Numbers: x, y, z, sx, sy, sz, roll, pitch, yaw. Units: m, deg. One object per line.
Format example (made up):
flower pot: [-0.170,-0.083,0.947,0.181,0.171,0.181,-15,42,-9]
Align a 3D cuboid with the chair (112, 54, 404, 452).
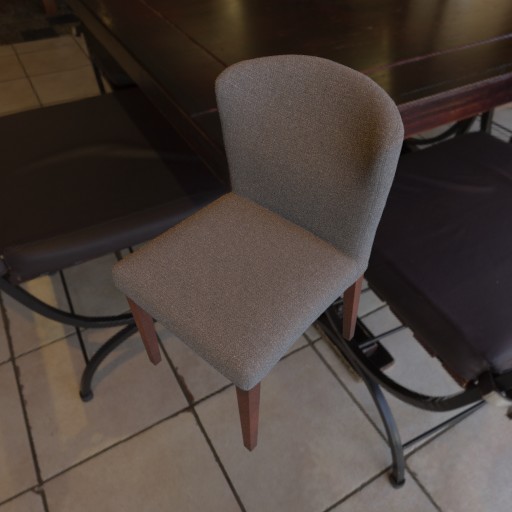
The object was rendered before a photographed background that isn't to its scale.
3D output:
chair: [0.000,0.000,1.164,0.491,0.839,0.589,32,53,28]
